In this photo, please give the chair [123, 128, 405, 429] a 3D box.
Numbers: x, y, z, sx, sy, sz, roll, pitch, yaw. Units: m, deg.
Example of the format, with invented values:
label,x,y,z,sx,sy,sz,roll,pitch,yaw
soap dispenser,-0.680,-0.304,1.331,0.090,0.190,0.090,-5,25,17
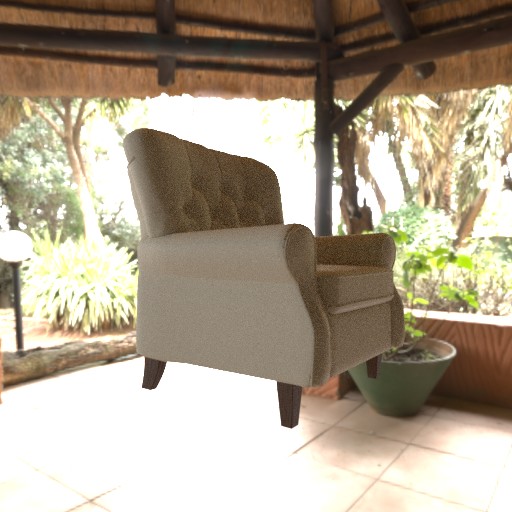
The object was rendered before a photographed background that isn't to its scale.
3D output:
label,x,y,z,sx,sy,sz,roll,pitch,yaw
chair,0.000,0.000,2.071,1.132,1.169,1.035,0,0,36
